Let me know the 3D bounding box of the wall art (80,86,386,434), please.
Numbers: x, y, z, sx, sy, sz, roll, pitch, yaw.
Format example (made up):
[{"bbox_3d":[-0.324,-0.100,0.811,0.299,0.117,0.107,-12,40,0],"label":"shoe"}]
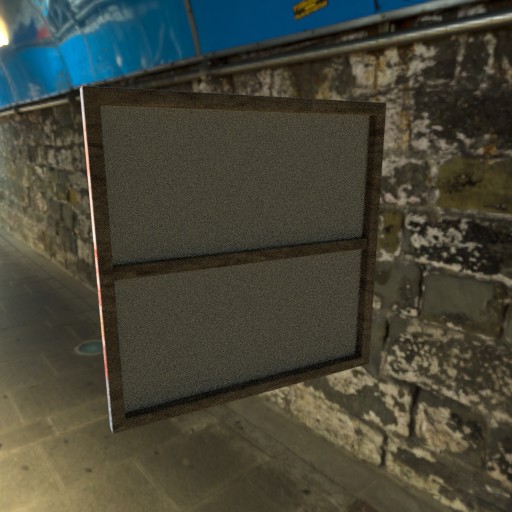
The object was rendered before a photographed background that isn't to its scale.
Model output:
[{"bbox_3d":[0.000,0.000,1.095,0.747,0.747,0.035,-7,15,-26],"label":"wall art"}]
